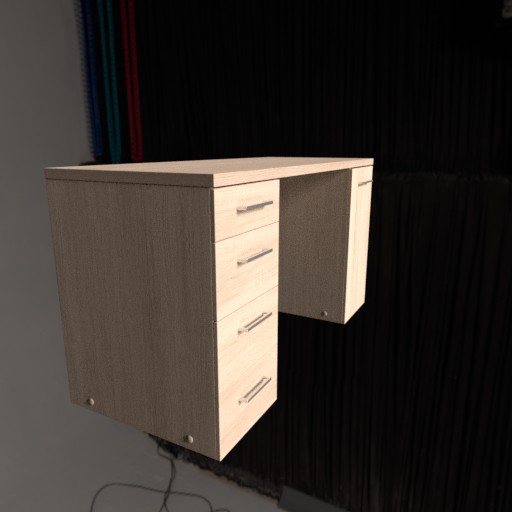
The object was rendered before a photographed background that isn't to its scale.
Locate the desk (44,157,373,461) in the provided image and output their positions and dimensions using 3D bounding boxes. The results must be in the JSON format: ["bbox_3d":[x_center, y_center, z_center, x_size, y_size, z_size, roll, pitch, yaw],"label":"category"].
[{"bbox_3d":[0.000,0.000,1.783,0.600,0.740,1.390,8,16,28],"label":"desk"}]
